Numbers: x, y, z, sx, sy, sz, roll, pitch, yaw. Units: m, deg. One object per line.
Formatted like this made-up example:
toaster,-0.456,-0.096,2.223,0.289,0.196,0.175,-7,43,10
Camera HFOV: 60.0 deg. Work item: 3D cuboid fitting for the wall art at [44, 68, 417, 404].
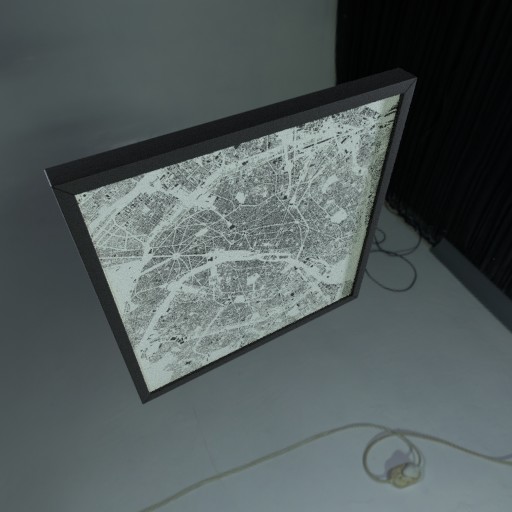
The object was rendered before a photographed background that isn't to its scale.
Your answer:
wall art,0.000,0.000,0.739,0.508,0.508,0.037,-23,51,-20
